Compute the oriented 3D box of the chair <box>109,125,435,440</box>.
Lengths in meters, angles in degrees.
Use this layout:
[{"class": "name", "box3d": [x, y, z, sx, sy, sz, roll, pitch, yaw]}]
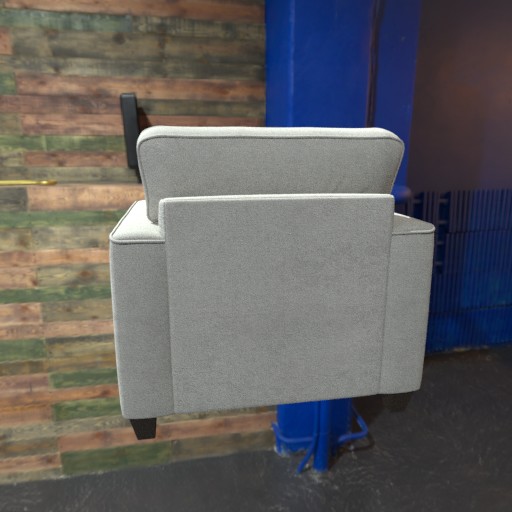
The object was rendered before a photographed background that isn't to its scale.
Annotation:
[{"class": "chair", "box3d": [0.000, 0.000, 1.774, 1.015, 0.965, 0.939, -2, 14, -10]}]
